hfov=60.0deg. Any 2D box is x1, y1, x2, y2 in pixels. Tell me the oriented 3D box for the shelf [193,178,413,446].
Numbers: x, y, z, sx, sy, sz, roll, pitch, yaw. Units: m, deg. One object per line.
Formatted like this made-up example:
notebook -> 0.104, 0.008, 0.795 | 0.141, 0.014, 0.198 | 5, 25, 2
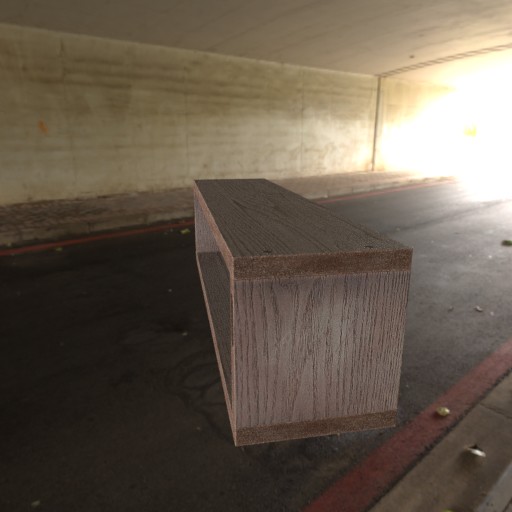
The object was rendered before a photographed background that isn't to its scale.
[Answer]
shelf -> 0.000, 0.000, 0.663 | 0.150, 0.170, 0.610 | -3, 16, -10
